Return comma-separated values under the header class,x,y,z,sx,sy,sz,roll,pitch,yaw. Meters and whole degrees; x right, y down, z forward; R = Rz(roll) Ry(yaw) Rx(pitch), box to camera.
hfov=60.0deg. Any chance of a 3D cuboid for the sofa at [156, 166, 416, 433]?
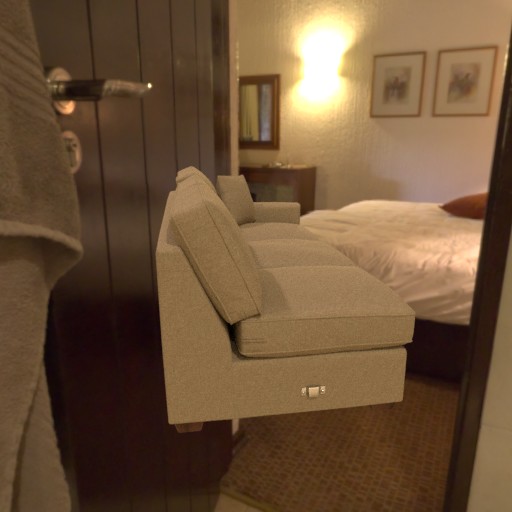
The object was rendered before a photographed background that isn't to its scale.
class,x,y,z,sx,sy,sz,roll,pitch,yaw
sofa,0.000,0.000,2.621,1.034,0.946,1.963,-2,15,-9
